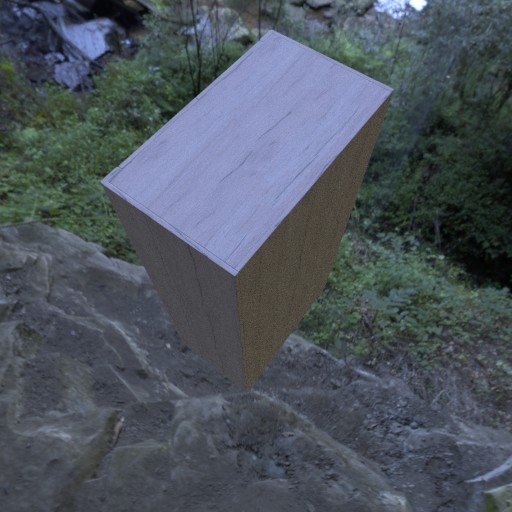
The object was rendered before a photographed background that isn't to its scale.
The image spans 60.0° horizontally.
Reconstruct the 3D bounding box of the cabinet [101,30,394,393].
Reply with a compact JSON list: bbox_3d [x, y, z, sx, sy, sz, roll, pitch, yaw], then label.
[{"bbox_3d":[0.000,0.000,2.444,0.580,1.930,0.980,34,68,16],"label":"cabinet"}]
